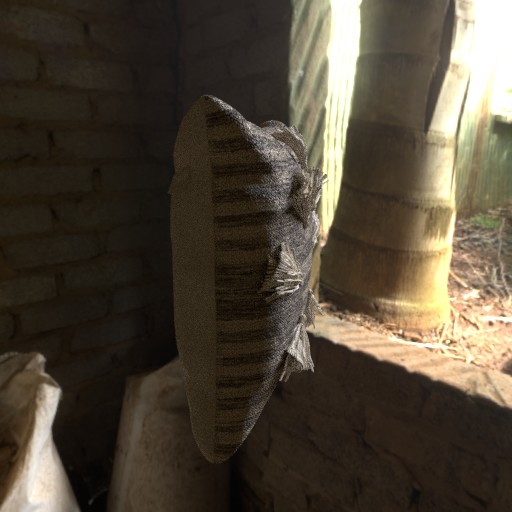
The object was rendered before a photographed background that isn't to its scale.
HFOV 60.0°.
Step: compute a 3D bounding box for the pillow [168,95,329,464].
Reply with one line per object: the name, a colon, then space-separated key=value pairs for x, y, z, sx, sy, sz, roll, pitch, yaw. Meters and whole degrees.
pillow: x=0.000 y=0.000 z=0.782 sx=0.234 sy=0.490 sz=0.484 roll=3 pitch=14 yaw=11
